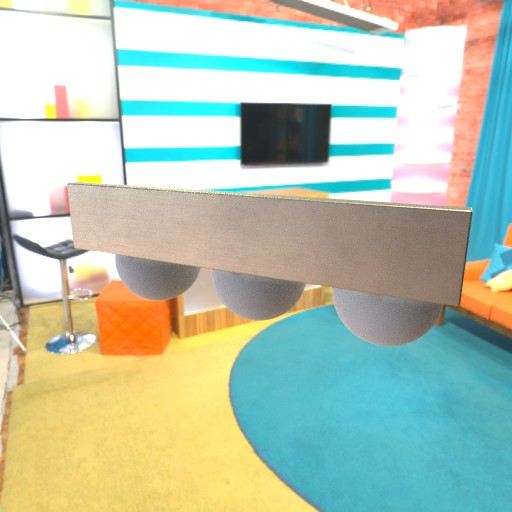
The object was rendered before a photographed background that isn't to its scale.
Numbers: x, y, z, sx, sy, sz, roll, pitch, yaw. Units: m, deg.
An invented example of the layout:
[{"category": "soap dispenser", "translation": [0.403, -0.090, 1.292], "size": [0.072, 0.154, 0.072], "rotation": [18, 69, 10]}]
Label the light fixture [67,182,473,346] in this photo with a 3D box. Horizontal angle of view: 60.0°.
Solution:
[{"category": "light fixture", "translation": [0.000, 0.000, 0.848], "size": [0.721, 0.263, 0.218], "rotation": [7, 17, 25]}]
